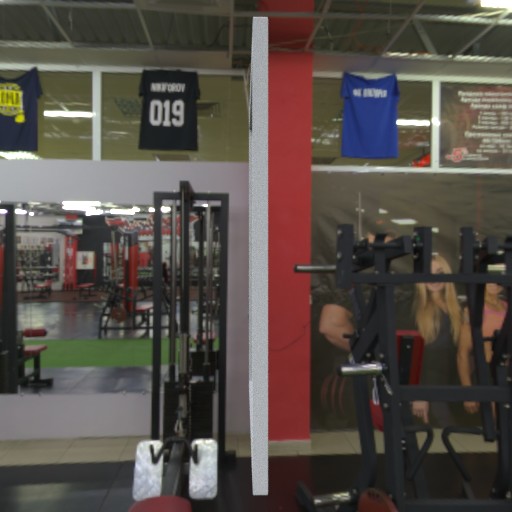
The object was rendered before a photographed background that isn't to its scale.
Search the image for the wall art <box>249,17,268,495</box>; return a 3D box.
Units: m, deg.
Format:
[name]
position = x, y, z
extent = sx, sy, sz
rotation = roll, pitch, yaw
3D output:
[wall art]
position = 0.000, 0.000, 0.607
extent = 0.015, 0.477, 0.332
rotation = 0, 0, -2
